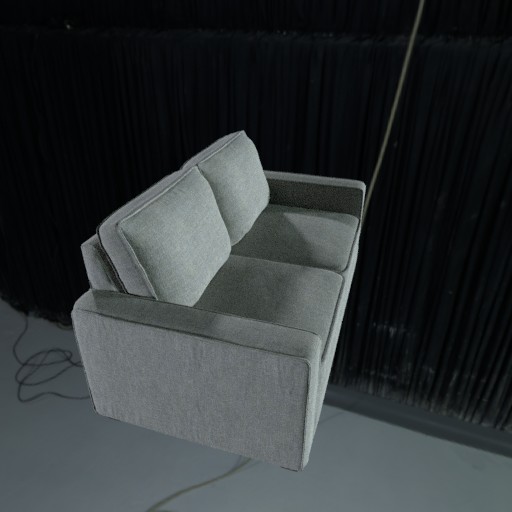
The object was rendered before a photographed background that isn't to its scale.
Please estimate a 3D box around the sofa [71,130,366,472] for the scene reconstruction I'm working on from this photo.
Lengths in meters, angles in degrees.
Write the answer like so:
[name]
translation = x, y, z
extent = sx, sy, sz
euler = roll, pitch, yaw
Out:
[sofa]
translation = 0.000, 0.000, 2.272
extent = 0.945, 0.915, 1.706
euler = 9, 31, 15
